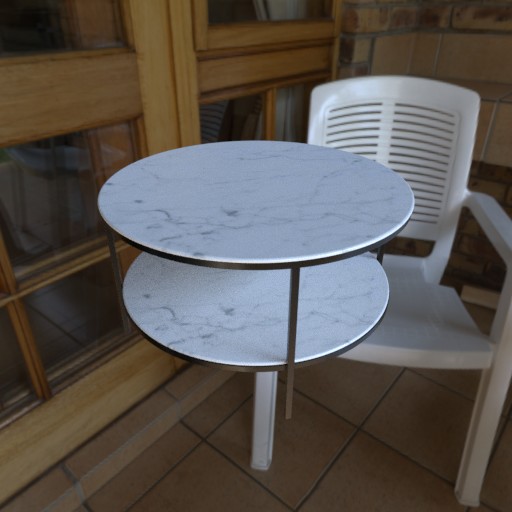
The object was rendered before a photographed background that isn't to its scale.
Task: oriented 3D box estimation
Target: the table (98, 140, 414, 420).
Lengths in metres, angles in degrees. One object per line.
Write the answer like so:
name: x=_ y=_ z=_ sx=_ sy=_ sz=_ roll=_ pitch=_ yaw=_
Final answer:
table: x=0.000 y=0.000 z=1.283 sx=0.800 sy=0.450 sz=0.800 roll=0 pitch=30 yaw=0
